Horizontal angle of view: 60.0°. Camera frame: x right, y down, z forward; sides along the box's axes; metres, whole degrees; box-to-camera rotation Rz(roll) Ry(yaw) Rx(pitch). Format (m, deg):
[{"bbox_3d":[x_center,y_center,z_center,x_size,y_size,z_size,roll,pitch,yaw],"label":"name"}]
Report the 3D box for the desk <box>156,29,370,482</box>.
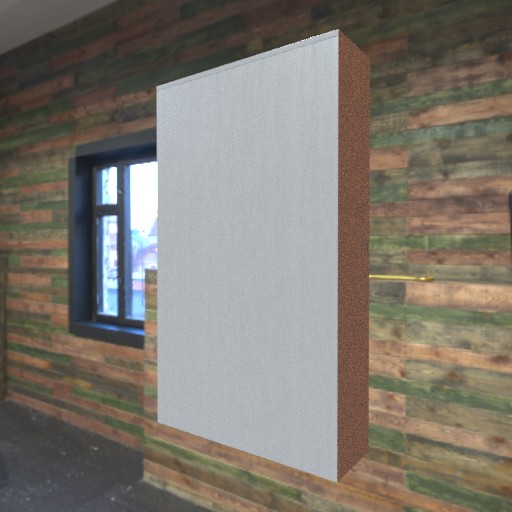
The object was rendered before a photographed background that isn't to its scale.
[{"bbox_3d":[0.000,0.000,1.571,0.750,1.280,0.250,1,1,36],"label":"desk"}]
